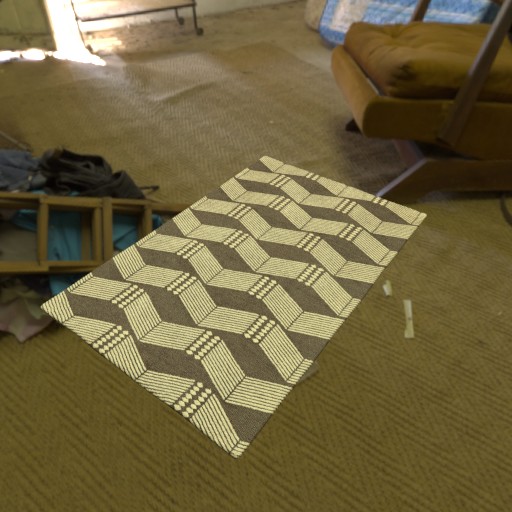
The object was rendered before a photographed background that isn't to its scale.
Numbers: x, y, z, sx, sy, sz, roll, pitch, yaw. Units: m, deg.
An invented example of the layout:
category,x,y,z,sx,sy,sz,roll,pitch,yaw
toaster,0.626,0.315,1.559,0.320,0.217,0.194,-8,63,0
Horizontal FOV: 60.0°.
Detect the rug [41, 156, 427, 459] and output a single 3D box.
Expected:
category,x,y,z,sx,sy,sz,roll,pitch,yaw
rug,0.000,0.000,2.390,1.210,0.016,1.833,26,48,27
